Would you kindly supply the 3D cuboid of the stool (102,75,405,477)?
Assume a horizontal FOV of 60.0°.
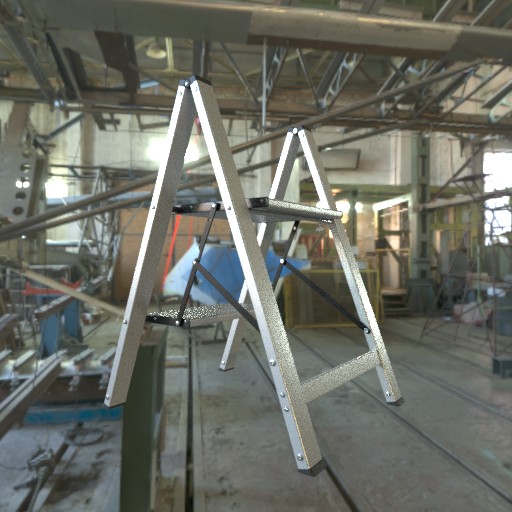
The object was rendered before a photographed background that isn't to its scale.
[{"bbox_3d":[0.000,0.000,1.003,0.535,0.670,0.440,0,0,36],"label":"stool"}]
